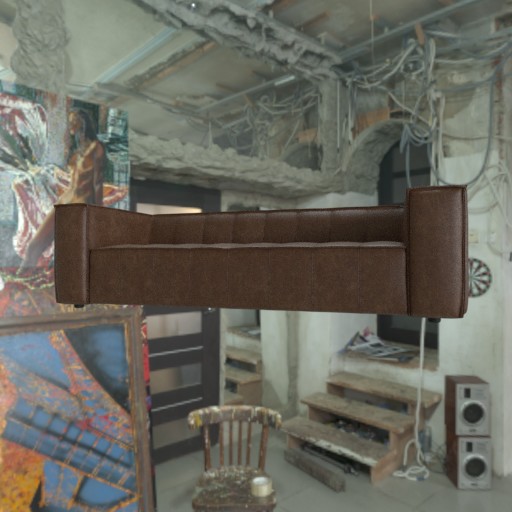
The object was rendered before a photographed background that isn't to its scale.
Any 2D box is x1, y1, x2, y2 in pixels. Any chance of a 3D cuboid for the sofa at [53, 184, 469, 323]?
[{"bbox_3d":[0.000,0.000,3.061,2.581,0.701,1.102,0,-1,18],"label":"sofa"}]
